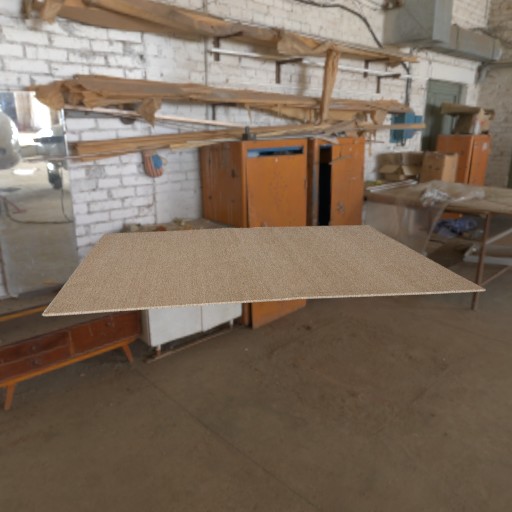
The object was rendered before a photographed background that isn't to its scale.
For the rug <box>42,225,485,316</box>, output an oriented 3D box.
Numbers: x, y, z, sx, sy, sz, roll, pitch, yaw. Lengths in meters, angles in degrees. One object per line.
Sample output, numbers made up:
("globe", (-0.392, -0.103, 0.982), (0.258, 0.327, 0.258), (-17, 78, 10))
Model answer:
("rug", (0.000, 0.000, 3.779), (2.869, 0.038, 2.032), (-2, 17, -8))
